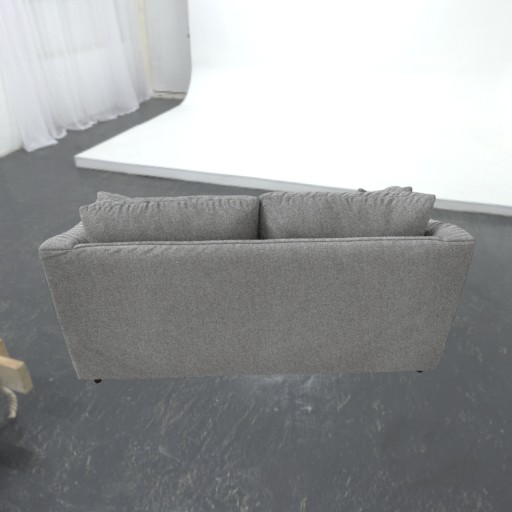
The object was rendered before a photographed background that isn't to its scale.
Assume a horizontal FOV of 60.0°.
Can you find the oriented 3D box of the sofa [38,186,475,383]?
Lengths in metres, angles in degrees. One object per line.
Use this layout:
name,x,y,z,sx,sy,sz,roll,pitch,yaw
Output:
sofa,0.000,0.000,2.619,2.010,1.018,1.072,-1,31,-2
